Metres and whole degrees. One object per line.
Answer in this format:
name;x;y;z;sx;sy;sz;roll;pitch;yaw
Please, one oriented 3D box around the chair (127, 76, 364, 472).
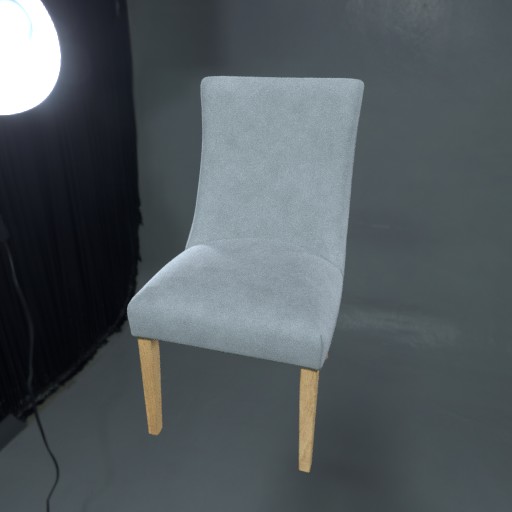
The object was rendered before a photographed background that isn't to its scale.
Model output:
chair;0.000;0.000;1.239;0.495;0.902;0.610;7;26;15
